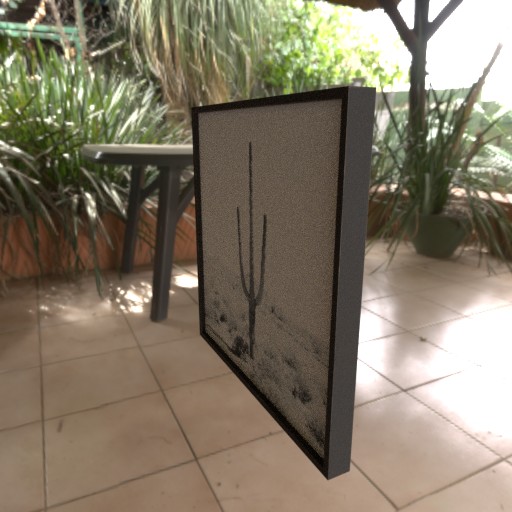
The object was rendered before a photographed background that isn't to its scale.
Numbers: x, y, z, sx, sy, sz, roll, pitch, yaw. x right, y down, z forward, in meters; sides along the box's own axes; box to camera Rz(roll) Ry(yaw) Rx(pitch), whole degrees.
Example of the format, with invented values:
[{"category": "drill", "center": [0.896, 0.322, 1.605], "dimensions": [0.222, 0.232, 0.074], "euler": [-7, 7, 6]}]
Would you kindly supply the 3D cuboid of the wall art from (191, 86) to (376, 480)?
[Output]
[{"category": "wall art", "center": [0.000, 0.000, 0.765], "dimensions": [0.038, 0.508, 0.508], "euler": [-8, 18, -26]}]
